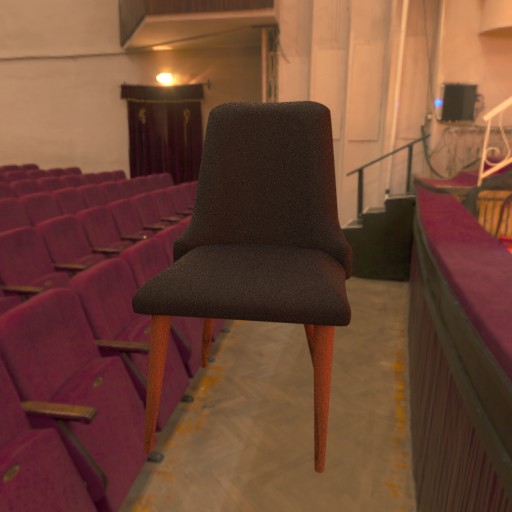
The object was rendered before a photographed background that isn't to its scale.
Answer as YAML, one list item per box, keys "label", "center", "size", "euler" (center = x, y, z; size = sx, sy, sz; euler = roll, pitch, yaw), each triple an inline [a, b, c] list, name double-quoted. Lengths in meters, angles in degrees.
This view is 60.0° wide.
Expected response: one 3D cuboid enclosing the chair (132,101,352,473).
- label: "chair"
  center: [0.000, 0.000, 1.165]
  size: [0.504, 0.820, 0.567]
  euler: [2, 14, 9]
